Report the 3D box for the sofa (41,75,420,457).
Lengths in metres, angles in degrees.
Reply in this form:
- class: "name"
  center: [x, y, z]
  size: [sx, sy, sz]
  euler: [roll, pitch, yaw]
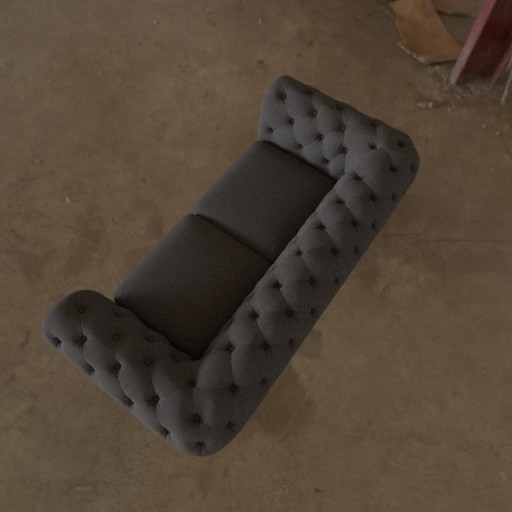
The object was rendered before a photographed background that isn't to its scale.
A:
- class: "sofa"
  center: [0.000, 0.000, 2.447]
  size: [0.986, 0.764, 1.998]
  euler: [33, 68, 15]
